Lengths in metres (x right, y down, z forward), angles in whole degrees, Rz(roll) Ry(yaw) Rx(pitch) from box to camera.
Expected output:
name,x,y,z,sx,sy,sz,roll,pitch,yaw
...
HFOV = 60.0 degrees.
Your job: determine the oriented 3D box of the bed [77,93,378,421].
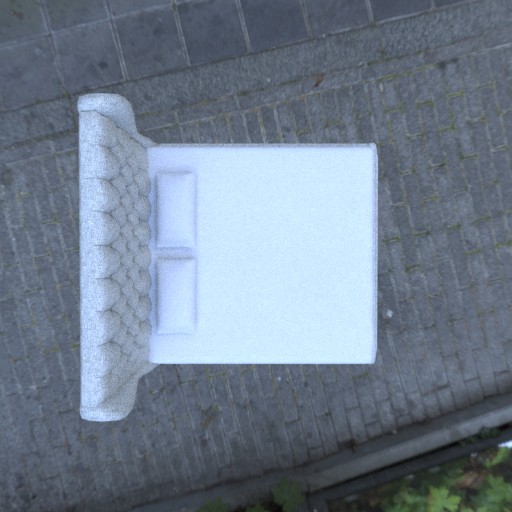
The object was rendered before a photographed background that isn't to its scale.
name,x,y,z,sx,sy,sz,roll,pitch,yaw
bed,0.000,0.000,3.772,2.347,1.771,2.219,0,91,0
